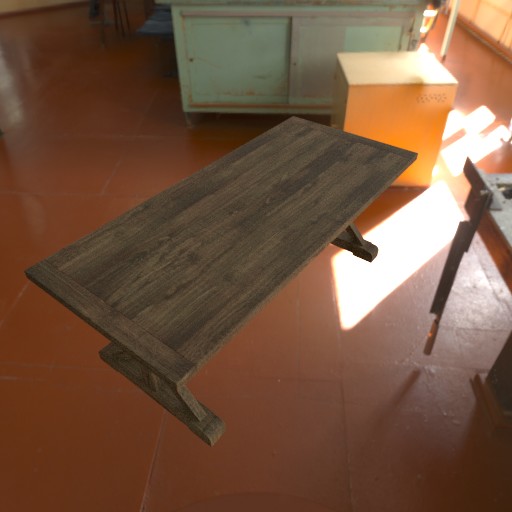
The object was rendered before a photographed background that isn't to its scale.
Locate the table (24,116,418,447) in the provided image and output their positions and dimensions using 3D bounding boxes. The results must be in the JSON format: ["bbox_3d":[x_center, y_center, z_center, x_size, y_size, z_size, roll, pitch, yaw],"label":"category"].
[{"bbox_3d":[0.000,0.000,2.507,0.907,0.733,2.031,26,47,28],"label":"table"}]
